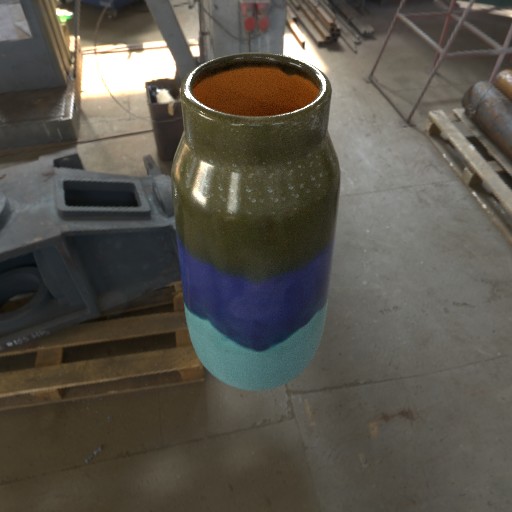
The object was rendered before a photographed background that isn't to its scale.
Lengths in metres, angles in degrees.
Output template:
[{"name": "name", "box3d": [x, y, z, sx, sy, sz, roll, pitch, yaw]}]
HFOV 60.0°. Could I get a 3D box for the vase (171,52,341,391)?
[{"name": "vase", "box3d": [0.000, 0.000, 0.385, 0.139, 0.313, 0.139, 0, 47, 0]}]
